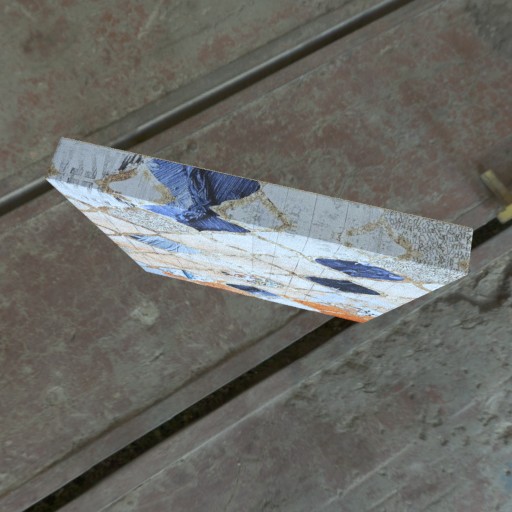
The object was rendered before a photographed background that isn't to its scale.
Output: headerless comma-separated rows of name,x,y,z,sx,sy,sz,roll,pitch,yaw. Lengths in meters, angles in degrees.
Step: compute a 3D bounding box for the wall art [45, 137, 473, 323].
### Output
wall art,0.000,0.000,0.458,0.303,0.304,0.036,13,76,3
